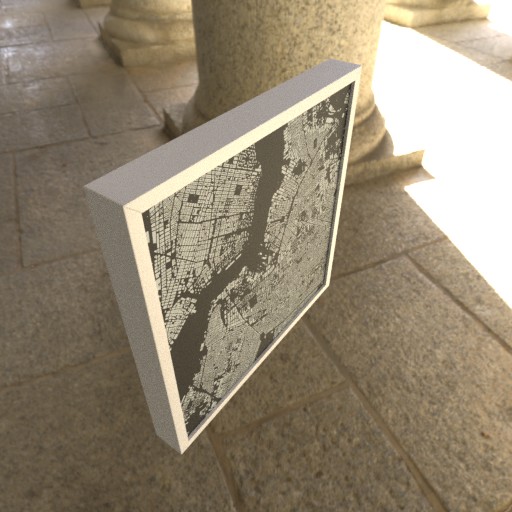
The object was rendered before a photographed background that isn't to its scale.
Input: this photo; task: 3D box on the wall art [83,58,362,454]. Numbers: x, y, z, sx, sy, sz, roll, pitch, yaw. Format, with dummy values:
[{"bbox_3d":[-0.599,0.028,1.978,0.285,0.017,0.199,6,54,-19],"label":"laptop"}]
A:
[{"bbox_3d":[0.000,0.000,0.453,0.037,0.305,0.305,26,47,27],"label":"wall art"}]
